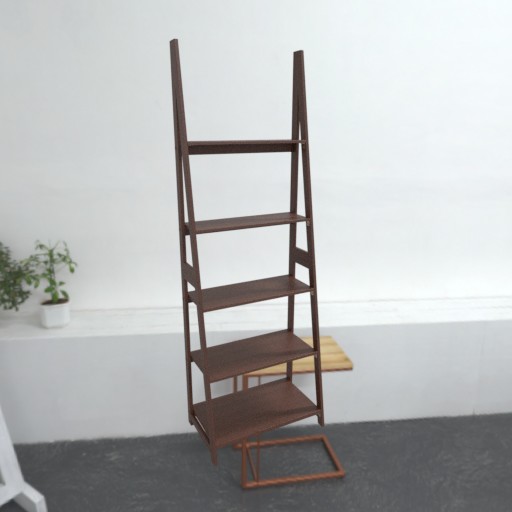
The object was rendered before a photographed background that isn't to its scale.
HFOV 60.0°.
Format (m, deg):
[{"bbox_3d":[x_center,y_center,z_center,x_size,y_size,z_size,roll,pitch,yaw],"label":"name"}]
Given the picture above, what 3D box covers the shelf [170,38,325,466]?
[{"bbox_3d":[0.000,0.000,1.994,0.600,1.770,0.350,-8,18,-26],"label":"shelf"}]
